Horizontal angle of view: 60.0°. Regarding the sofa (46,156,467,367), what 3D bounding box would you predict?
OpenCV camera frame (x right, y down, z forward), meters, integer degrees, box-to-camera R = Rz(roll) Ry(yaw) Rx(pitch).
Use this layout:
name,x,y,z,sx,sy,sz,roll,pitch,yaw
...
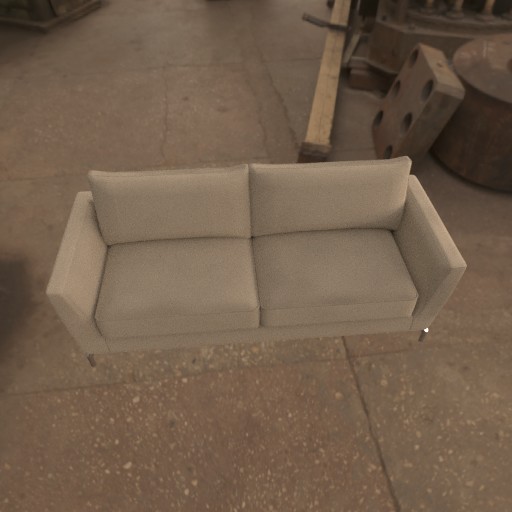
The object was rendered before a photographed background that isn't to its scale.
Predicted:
name,x,y,z,sx,sy,sz,roll,pitch,yaw
sofa,0.000,0.000,2.755,2.214,1.005,0.868,-4,46,-3
